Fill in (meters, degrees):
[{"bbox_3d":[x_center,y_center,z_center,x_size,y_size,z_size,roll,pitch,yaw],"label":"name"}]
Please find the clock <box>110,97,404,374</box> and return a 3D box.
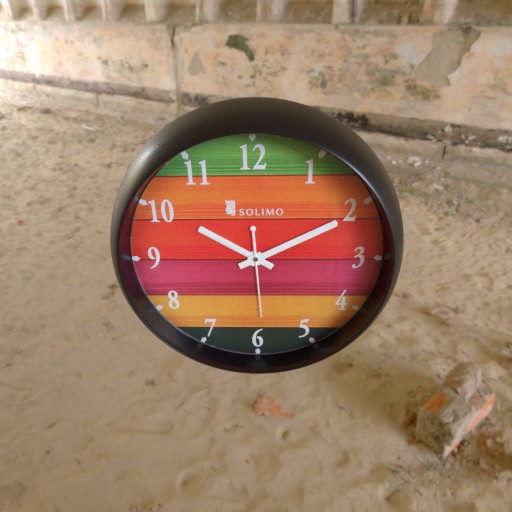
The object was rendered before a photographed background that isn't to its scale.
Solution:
[{"bbox_3d":[0.000,0.000,0.450,0.300,0.300,0.060,1,29,1],"label":"clock"}]
